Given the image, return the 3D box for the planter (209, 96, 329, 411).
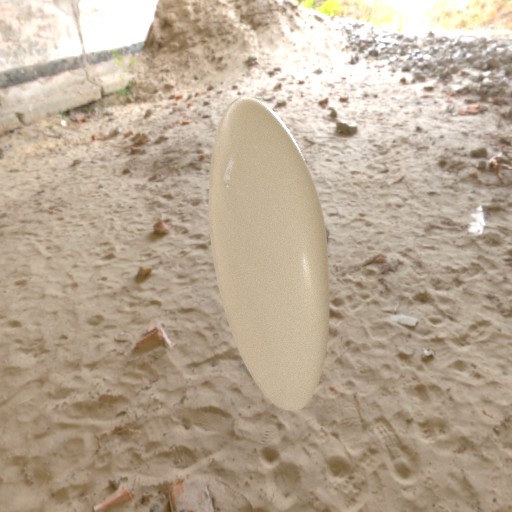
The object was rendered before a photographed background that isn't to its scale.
[{"bbox_3d":[0.000,0.000,0.277,0.043,0.188,0.185,-10,33,-15],"label":"planter"}]
